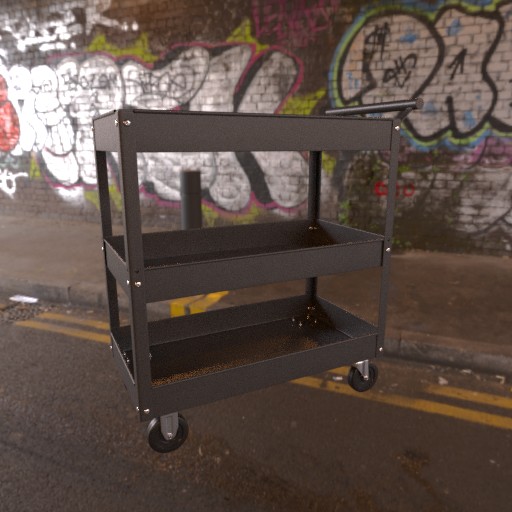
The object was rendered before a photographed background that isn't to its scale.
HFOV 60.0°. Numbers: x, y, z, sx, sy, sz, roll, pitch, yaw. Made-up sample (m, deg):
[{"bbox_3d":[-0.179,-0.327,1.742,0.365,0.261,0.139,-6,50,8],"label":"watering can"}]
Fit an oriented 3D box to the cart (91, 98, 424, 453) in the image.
[{"bbox_3d":[0.000,0.000,1.156,0.719,0.780,0.366,-7,16,-26],"label":"cart"}]
